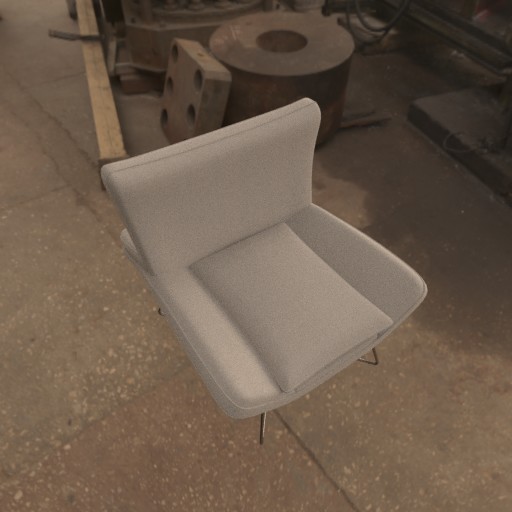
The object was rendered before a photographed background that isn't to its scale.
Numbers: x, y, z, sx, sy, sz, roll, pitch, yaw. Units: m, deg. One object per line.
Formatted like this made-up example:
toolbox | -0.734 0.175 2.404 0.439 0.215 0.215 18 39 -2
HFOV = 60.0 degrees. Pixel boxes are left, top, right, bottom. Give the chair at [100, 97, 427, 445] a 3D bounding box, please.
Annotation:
chair | 0.000 0.000 1.694 0.859 0.855 1.008 -26 51 -23
